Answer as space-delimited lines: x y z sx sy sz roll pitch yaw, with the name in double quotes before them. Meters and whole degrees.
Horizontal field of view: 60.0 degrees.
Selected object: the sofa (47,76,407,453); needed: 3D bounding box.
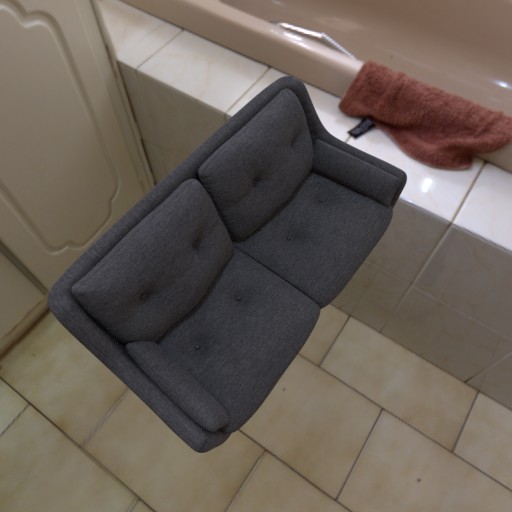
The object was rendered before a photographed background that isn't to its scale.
"sofa" 0.000 0.000 2.466 0.975 0.896 1.929 33 65 18
